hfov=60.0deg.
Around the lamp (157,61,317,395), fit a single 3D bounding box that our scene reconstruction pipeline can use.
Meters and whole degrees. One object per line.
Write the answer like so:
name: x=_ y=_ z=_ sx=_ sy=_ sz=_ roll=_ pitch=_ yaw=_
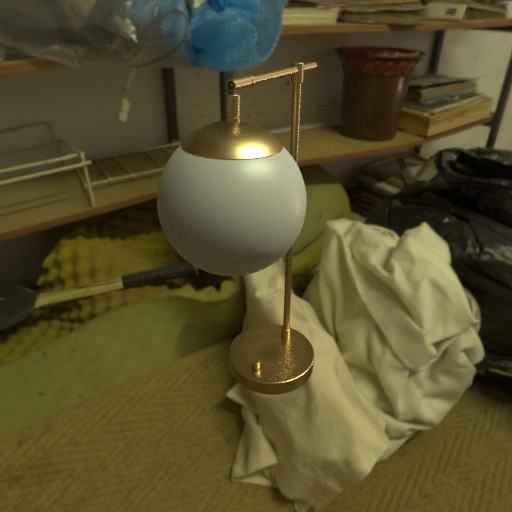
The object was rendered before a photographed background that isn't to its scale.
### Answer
lamp: x=0.000 y=0.000 z=0.721 sx=0.207 sy=0.559 sz=0.324 roll=19 pitch=36 yaw=29
